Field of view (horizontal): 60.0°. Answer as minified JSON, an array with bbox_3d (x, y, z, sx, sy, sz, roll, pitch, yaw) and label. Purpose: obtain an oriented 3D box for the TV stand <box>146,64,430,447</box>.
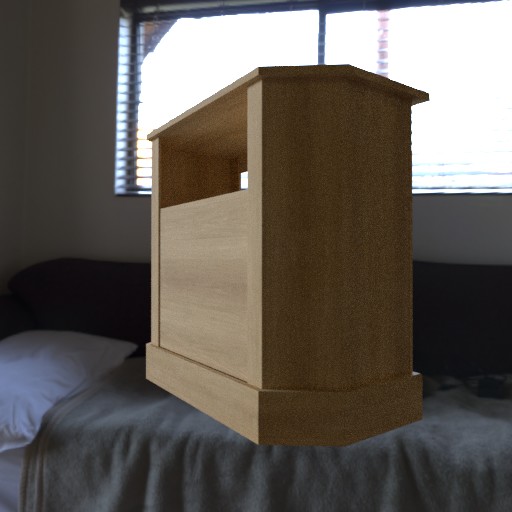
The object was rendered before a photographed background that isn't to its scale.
[{"bbox_3d":[0.000,0.000,1.289,0.425,0.781,0.851,0,0,-35],"label":"TV stand"}]
